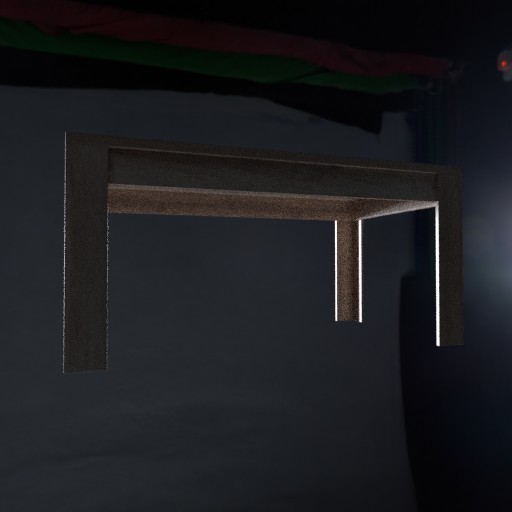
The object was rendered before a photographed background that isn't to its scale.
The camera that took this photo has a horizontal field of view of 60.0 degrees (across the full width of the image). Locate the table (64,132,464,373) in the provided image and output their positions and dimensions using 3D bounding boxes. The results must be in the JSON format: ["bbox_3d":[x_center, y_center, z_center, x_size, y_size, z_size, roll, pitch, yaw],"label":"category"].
[{"bbox_3d":[0.000,0.000,2.103,1.600,0.775,0.900,0,-1,-19],"label":"table"}]
